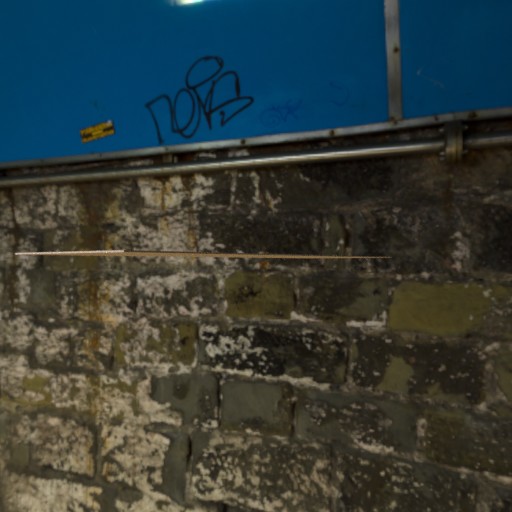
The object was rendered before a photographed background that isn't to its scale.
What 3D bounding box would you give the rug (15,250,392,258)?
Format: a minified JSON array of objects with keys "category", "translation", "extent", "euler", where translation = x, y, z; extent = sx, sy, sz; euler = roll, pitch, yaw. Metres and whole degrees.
[{"category":"rug","translation":[0.000,0.000,2.654],"extent":[0.762,0.008,2.439],"euler":[-1,-1,37]}]
